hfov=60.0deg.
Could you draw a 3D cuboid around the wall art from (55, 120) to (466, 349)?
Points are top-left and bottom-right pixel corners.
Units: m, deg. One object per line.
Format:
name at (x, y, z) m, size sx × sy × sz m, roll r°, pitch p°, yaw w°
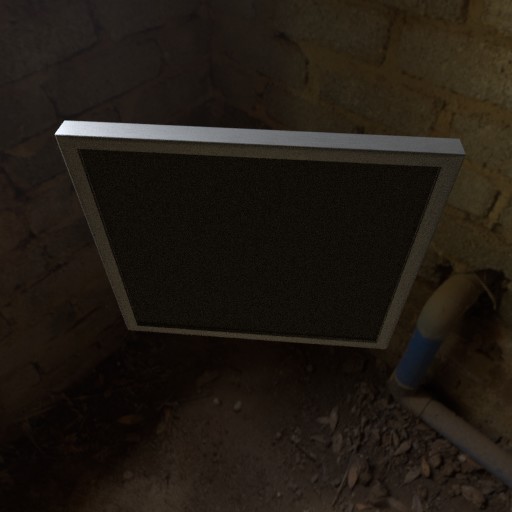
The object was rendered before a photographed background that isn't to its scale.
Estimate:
wall art at (0.000, 0.000, 0.538) m, size 0.380 × 0.330 × 0.028 m, roll 4°, pitch 47°, yaw 3°
